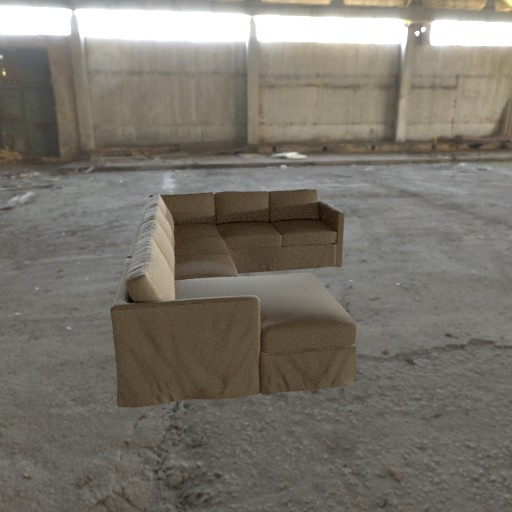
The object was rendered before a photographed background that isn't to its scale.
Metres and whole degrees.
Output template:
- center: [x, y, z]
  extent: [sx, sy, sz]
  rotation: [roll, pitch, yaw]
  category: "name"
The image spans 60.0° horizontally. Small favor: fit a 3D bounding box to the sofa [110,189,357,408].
- center: [0.000, 0.000, 4.565]
  extent: [2.476, 0.878, 3.528]
  rotation: [-3, 18, -10]
  category: "sofa"
